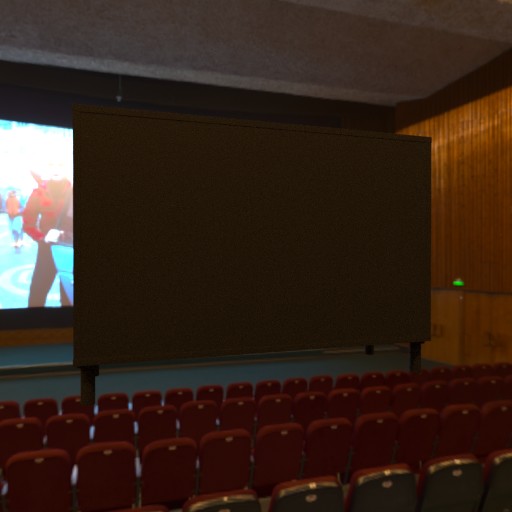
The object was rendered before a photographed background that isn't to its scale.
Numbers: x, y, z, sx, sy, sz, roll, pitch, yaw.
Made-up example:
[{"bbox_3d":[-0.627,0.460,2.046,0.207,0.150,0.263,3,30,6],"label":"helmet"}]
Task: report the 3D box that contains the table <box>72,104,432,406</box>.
[{"bbox_3d":[0.000,0.000,1.608,1.200,0.855,0.400,0,1,-17],"label":"table"}]
